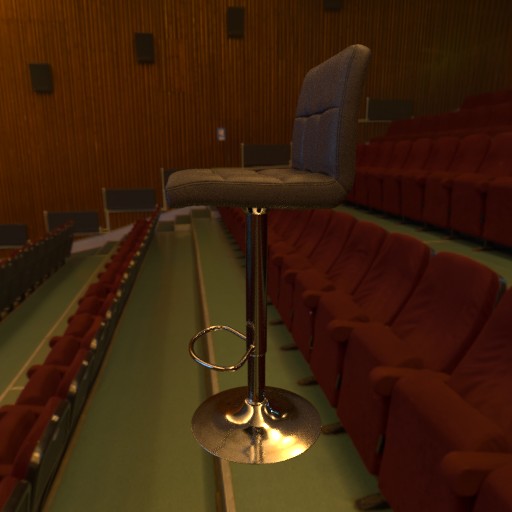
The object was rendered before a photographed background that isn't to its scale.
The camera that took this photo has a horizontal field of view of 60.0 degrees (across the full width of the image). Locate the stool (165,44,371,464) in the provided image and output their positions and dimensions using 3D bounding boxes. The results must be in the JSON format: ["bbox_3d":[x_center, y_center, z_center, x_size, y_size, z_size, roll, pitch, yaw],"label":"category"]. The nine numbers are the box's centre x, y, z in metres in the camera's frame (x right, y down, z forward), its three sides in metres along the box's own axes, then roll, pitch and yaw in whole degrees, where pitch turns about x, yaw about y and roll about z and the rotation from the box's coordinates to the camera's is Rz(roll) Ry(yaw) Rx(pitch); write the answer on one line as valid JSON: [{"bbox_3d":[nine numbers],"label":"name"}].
[{"bbox_3d":[0.000,0.000,1.323,0.505,1.115,0.430,-2,14,-9],"label":"stool"}]
